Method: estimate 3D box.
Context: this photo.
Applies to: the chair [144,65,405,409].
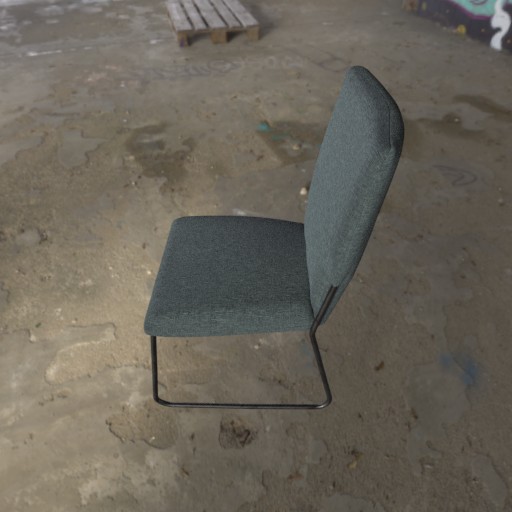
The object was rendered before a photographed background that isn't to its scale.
[{"bbox_3d":[0.000,0.000,1.274,0.635,0.931,0.480,1,42,1],"label":"chair"}]
